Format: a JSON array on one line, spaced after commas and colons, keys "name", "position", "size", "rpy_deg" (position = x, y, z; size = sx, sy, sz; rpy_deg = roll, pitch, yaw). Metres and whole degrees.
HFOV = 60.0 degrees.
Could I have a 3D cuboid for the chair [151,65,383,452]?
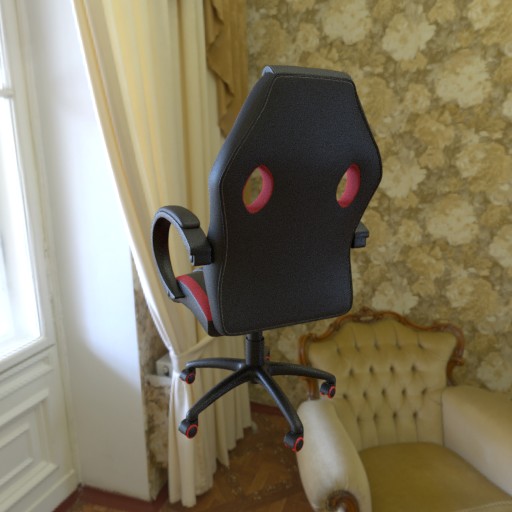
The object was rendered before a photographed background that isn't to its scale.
[{"name": "chair", "position": [0.000, 0.000, 1.621], "size": [0.673, 1.187, 0.724], "rpy_deg": [-6, 14, -25]}]
